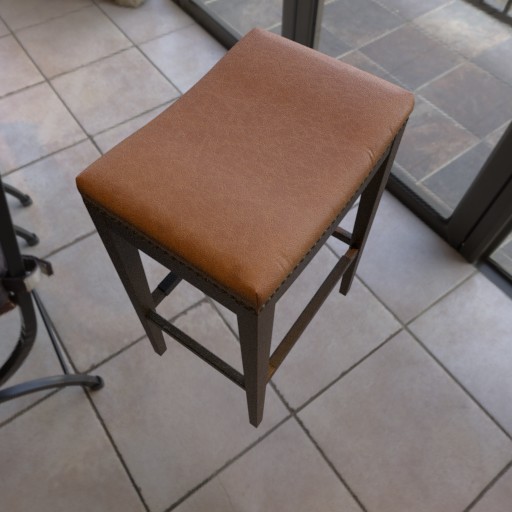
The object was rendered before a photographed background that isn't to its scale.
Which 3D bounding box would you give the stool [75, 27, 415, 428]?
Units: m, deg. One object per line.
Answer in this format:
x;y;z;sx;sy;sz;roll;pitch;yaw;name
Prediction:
0.000;0.000;1.008;0.361;0.759;0.500;31;64;17;stool
